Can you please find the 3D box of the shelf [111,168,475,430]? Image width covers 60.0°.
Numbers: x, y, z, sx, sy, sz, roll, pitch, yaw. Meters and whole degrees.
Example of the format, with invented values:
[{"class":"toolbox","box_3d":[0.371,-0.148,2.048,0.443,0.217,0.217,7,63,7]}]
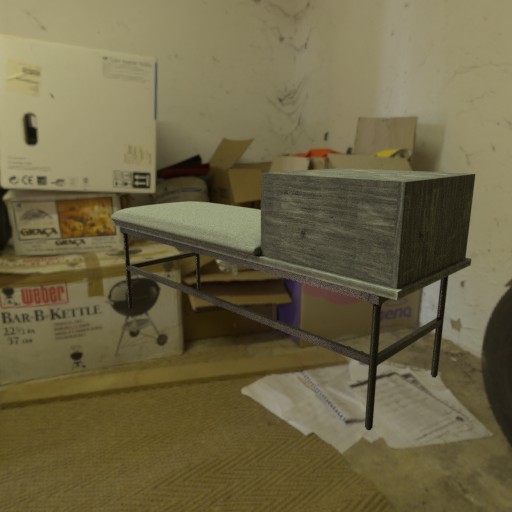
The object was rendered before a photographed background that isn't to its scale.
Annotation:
[{"class":"shelf","box_3d":[0.000,0.000,1.618,0.457,0.633,1.342,-13,19,-43]}]
